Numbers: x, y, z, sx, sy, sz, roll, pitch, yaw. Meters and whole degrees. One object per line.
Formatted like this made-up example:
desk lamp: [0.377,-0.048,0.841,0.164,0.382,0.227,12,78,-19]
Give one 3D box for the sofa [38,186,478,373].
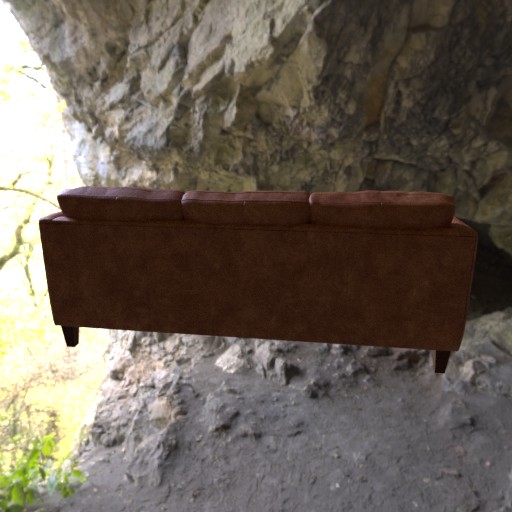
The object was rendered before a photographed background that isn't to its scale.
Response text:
sofa: [0.000,0.000,2.992,2.464,1.006,1.045,2,16,8]
